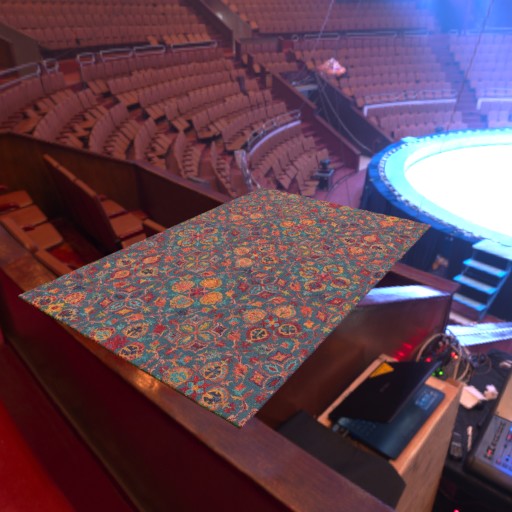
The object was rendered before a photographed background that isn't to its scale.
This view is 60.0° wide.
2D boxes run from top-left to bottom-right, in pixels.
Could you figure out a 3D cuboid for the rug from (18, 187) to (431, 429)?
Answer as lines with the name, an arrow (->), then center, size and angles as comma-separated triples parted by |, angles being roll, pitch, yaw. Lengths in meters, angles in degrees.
rug -> 0.000, 0.000, 2.260 | 1.216, 0.014, 1.836 | 18, 32, 31
